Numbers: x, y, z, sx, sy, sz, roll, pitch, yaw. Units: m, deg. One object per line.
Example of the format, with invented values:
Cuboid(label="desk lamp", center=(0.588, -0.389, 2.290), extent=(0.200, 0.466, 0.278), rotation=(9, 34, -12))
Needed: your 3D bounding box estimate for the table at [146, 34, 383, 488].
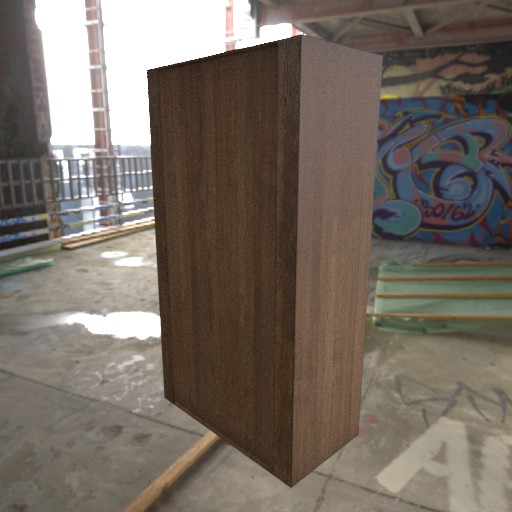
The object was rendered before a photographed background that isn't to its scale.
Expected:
Cuboid(label="table", center=(0.000, 0.000, 2.472), extent=(0.600, 2.000, 1.100), rotation=(-13, 19, -43))
